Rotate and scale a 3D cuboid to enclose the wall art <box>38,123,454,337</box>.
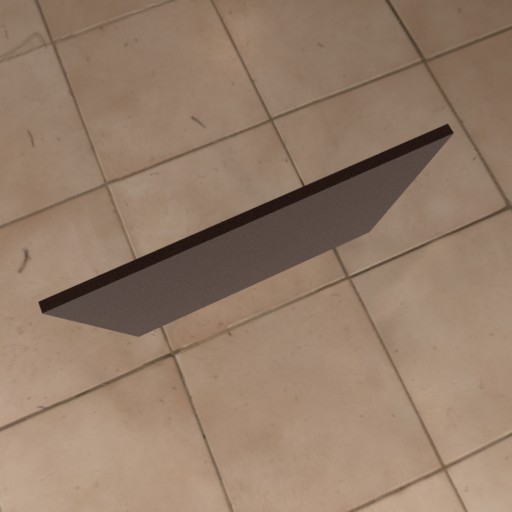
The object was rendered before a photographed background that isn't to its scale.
[{"bbox_3d":[0.000,0.000,1.647,1.207,0.952,0.034,-24,77,-6],"label":"wall art"}]
